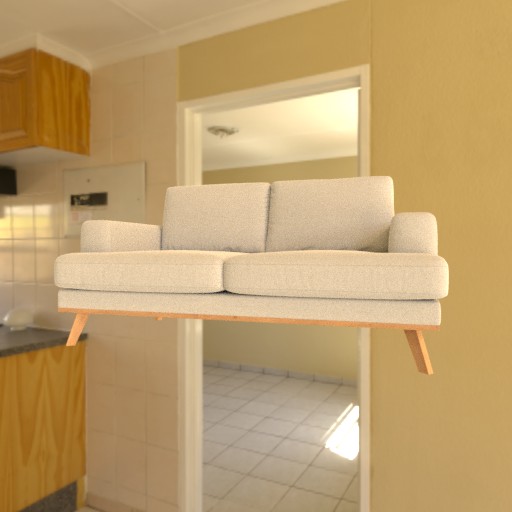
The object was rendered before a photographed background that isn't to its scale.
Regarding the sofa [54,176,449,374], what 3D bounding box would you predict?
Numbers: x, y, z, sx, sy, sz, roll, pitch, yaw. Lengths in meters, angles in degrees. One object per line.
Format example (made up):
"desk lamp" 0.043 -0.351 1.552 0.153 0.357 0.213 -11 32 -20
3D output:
"sofa" 0.000 0.000 2.162 1.651 0.810 0.915 0 1 18
